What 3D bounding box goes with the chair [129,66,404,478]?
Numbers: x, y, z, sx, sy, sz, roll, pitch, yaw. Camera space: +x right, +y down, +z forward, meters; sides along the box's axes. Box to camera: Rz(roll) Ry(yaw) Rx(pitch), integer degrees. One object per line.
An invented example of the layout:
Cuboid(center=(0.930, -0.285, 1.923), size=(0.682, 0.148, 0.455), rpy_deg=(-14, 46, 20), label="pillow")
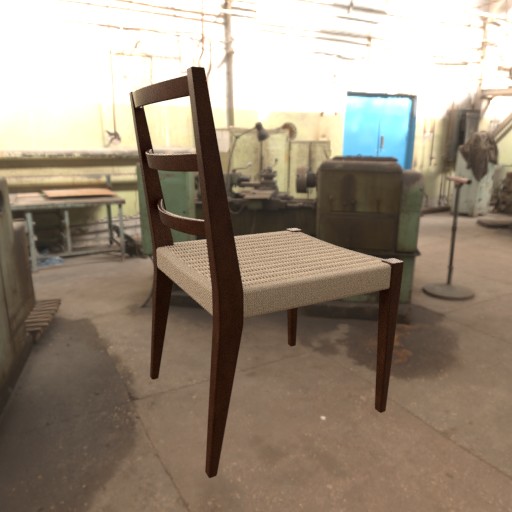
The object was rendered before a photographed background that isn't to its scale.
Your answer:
Cuboid(center=(0.000, 0.000, 1.142), size=(0.551, 0.813, 0.480), rpy_deg=(-8, 16, -27), label="chair")
